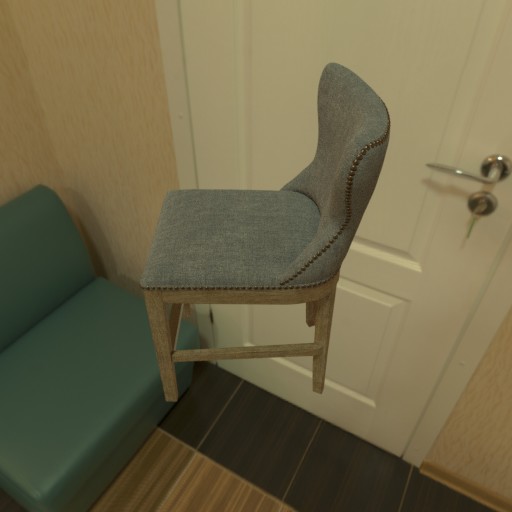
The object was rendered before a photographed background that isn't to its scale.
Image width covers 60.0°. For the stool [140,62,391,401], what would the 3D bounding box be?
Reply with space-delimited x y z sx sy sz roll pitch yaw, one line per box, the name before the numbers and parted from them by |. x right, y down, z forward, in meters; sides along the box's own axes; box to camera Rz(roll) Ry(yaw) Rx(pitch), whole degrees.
stool | 0.000 0.000 1.331 0.608 0.981 0.498 0 42 0
